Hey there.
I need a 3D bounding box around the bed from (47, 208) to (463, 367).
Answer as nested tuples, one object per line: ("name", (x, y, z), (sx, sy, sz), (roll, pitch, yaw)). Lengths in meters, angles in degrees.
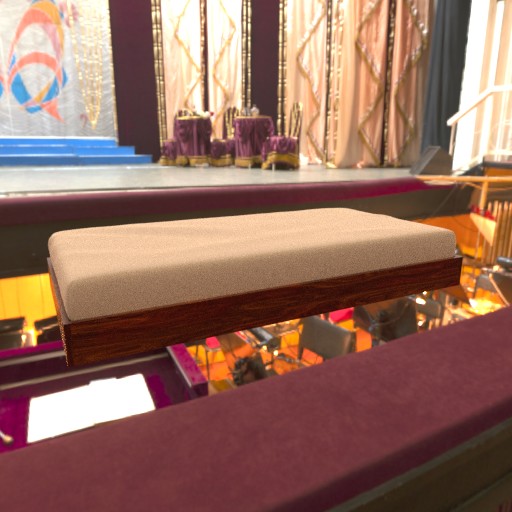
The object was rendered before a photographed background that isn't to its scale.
("bed", (0.000, 0.000, 2.218), (1.860, 0.312, 0.940), (-7, 16, -26))
